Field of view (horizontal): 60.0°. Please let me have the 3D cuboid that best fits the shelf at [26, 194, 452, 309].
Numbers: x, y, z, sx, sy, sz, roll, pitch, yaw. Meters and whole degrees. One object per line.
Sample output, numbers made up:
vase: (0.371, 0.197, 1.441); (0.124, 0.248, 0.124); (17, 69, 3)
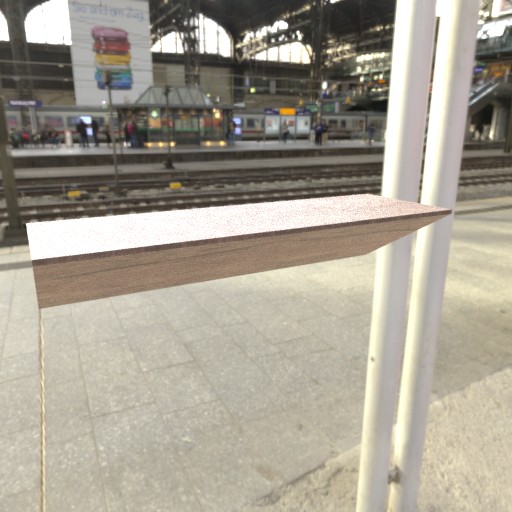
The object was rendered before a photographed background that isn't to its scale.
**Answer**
shelf: (0.000, 0.000, 0.679); (0.610, 0.125, 0.200); (-8, 18, -27)
